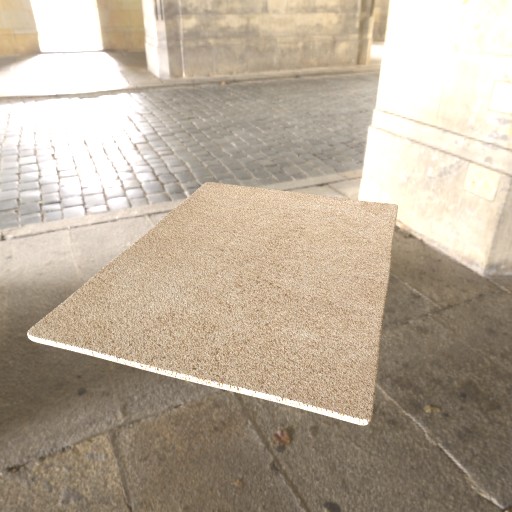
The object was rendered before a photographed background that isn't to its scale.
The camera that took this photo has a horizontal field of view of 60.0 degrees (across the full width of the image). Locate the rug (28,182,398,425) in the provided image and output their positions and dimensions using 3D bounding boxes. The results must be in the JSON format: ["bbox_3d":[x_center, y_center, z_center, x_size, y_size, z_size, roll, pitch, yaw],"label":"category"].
[{"bbox_3d":[0.000,0.000,2.058,1.199,0.025,1.600,9,31,16],"label":"rug"}]
